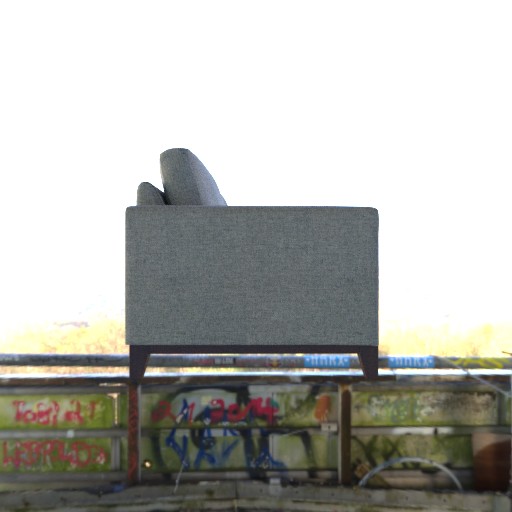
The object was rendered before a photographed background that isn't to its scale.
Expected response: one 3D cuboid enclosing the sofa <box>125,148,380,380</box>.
[{"bbox_3d":[0.000,0.000,2.575,0.969,0.892,1.978,0,0,0],"label":"sofa"}]
